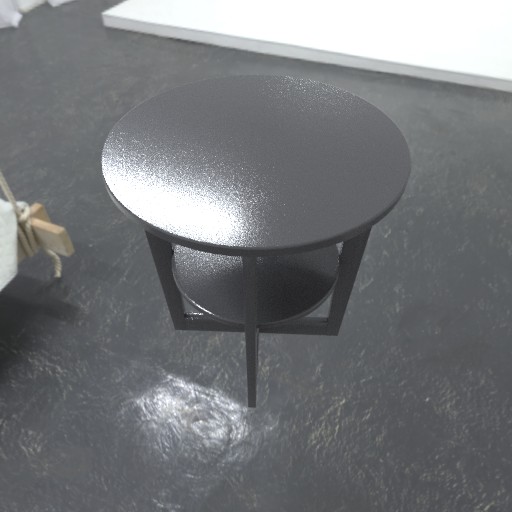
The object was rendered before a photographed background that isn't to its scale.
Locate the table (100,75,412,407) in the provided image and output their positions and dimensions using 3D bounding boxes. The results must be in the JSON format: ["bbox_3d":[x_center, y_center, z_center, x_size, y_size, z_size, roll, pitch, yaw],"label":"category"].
[{"bbox_3d":[0.000,0.000,0.930,0.500,0.550,0.500,0,46,0],"label":"table"}]
